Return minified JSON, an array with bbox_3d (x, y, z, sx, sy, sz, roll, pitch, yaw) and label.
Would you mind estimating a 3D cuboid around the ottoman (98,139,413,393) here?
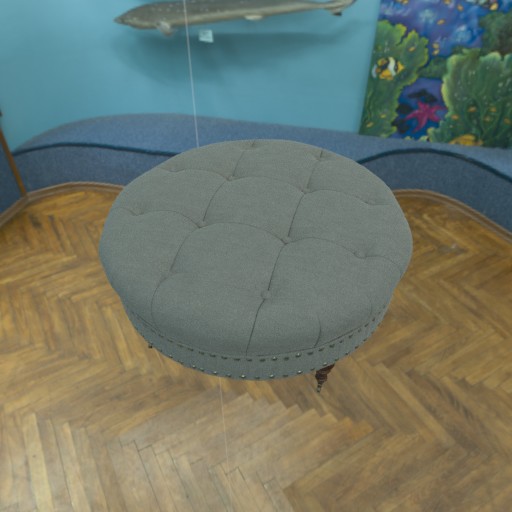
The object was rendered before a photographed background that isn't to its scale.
[{"bbox_3d":[0.000,0.000,1.393,0.901,0.439,0.901,0,41,0],"label":"ottoman"}]
